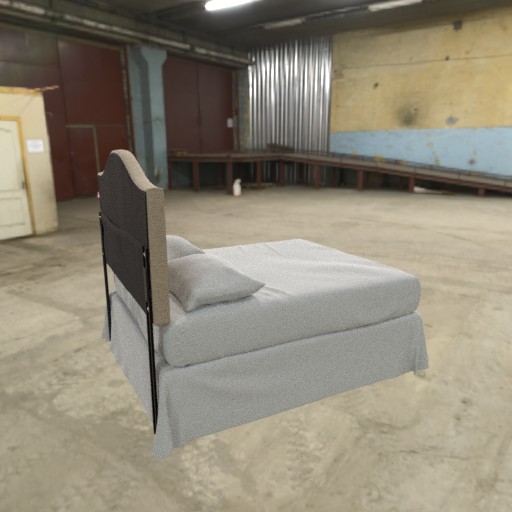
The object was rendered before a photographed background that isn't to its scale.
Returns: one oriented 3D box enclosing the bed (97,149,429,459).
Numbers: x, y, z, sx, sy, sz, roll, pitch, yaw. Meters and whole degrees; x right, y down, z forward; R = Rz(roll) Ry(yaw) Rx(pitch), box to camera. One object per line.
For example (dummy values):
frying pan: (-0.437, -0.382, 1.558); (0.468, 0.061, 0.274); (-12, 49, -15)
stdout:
bed: (0.000, 0.000, 3.508); (2.221, 1.645, 1.876); (-7, 16, -27)
